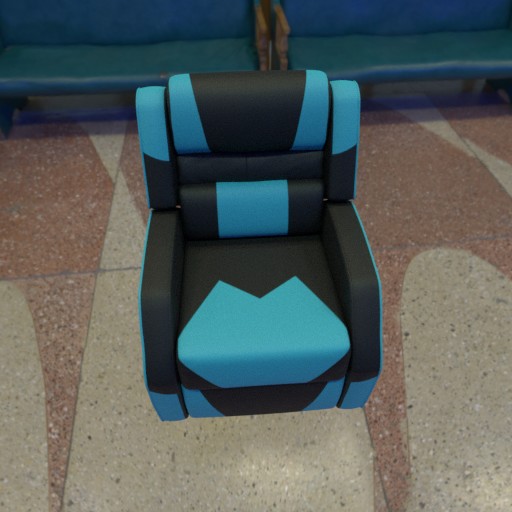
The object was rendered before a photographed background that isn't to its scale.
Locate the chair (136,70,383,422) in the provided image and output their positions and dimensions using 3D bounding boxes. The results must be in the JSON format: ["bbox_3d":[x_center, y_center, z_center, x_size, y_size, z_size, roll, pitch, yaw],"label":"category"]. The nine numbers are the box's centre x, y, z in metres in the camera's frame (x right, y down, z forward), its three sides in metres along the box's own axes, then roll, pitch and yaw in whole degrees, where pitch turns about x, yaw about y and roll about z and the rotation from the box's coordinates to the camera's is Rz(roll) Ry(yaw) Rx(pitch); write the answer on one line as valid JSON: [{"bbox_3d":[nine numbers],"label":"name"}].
[{"bbox_3d":[0.000,0.000,1.275,0.620,0.805,0.672,-3,47,-3],"label":"chair"}]
